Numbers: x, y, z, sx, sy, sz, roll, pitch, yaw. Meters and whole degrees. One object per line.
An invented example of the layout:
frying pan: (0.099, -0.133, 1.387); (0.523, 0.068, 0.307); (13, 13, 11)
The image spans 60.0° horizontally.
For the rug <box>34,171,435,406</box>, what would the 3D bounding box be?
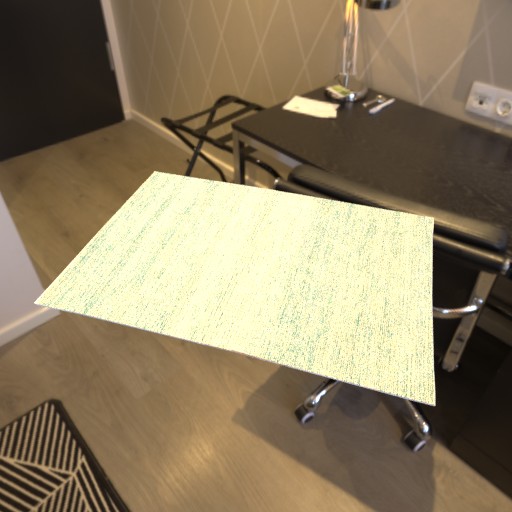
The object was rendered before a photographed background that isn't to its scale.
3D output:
rug: (0.000, 0.000, 2.971); (2.305, 0.029, 1.593); (11, 43, 13)
